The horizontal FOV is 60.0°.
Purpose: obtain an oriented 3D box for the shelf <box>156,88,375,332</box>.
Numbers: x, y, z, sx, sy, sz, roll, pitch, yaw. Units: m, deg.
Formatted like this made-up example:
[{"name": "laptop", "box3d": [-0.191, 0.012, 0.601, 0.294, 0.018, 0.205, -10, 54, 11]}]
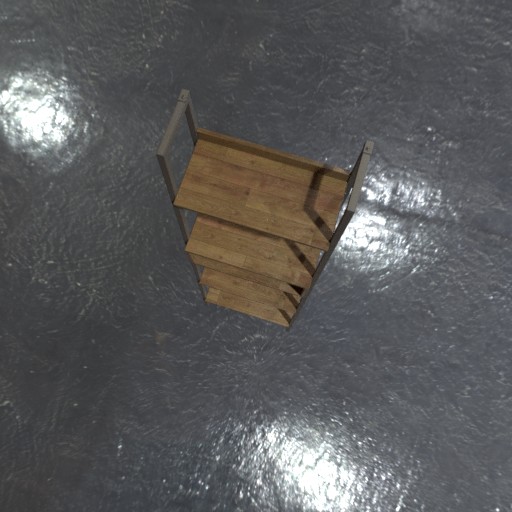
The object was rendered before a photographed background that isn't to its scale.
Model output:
[{"name": "shelf", "box3d": [0.000, 0.000, 2.350, 0.652, 2.005, 0.454, 17, 76, 4]}]
